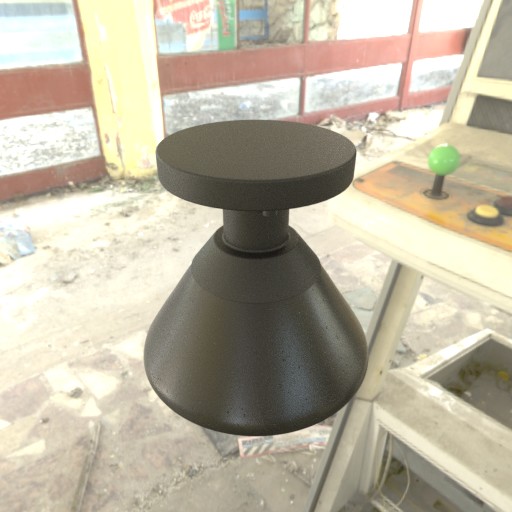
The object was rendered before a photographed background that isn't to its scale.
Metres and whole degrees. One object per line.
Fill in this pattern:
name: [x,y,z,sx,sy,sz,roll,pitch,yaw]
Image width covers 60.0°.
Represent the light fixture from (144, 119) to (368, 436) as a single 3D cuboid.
light fixture: [0.000,0.000,0.358,0.200,0.183,0.200,0,31,0]
